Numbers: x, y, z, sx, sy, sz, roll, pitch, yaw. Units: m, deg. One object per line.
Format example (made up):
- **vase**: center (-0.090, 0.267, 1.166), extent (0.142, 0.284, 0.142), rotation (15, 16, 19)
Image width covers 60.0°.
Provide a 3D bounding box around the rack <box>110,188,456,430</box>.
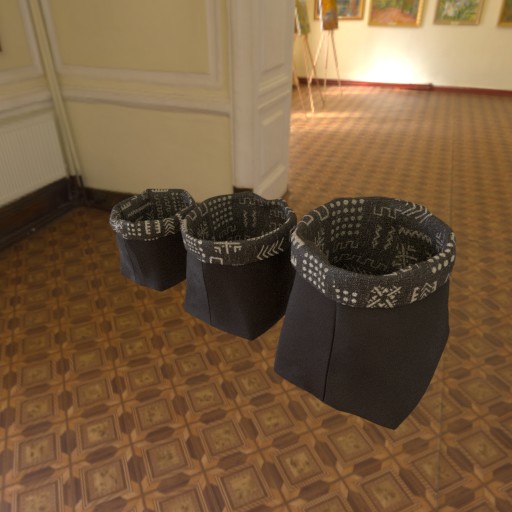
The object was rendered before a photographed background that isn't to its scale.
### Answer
- **rack**: center (0.000, 0.000, 1.082), extent (0.905, 0.323, 0.379), rotation (19, 36, 29)
